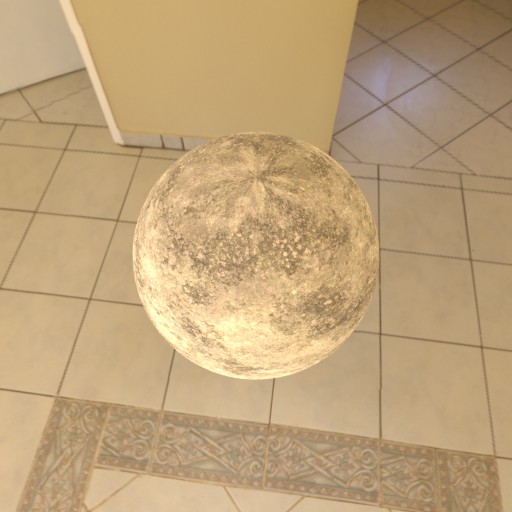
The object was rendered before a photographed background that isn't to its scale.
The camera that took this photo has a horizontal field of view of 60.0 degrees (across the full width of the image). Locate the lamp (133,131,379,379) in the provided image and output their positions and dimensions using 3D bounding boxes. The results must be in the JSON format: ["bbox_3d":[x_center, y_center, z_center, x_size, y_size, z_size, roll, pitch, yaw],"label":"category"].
[{"bbox_3d":[0.000,0.000,0.787,0.422,0.429,0.422,0,60,0],"label":"lamp"}]
